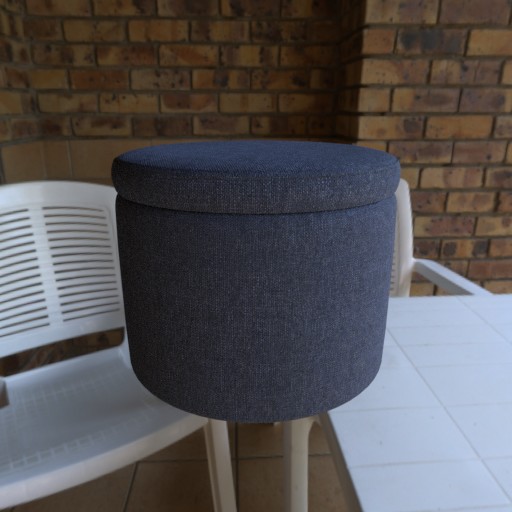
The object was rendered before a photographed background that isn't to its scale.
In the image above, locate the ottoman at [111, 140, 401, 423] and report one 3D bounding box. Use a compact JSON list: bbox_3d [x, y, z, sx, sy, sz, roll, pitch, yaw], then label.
[{"bbox_3d":[0.000,0.000,0.882,0.520,0.430,0.520,0,18,0],"label":"ottoman"}]
